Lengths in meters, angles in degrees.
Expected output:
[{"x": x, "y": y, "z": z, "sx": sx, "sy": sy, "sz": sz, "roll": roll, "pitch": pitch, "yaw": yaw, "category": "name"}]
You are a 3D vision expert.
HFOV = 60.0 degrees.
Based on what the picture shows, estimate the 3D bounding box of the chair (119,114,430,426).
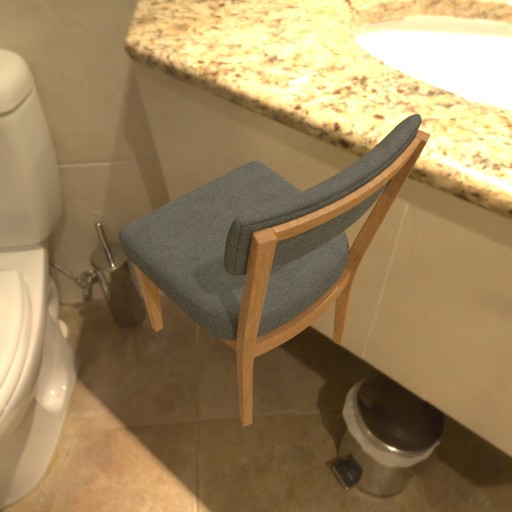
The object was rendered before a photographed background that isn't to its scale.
[{"x": 0.000, "y": 0.000, "z": 1.179, "sx": 0.508, "sy": 0.832, "sz": 0.572, "roll": -33, "pitch": 55, "yaw": -27, "category": "chair"}]
